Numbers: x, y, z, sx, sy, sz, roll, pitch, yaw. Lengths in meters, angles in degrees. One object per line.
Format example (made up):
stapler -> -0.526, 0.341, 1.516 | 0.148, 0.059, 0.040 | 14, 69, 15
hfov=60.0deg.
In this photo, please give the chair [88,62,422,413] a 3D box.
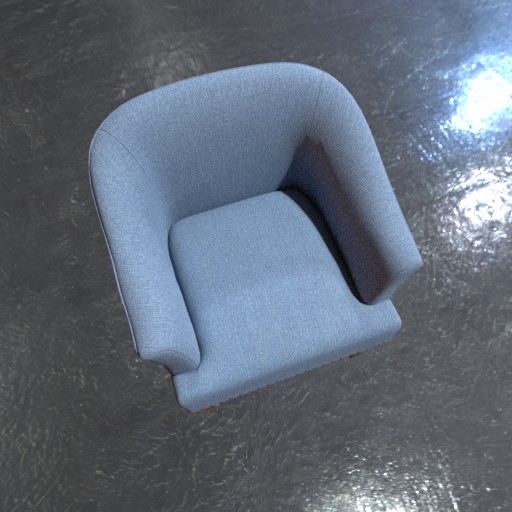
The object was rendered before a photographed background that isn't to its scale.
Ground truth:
chair -> 0.000, 0.000, 1.364 | 0.772, 0.815, 0.704 | -18, 64, -9
